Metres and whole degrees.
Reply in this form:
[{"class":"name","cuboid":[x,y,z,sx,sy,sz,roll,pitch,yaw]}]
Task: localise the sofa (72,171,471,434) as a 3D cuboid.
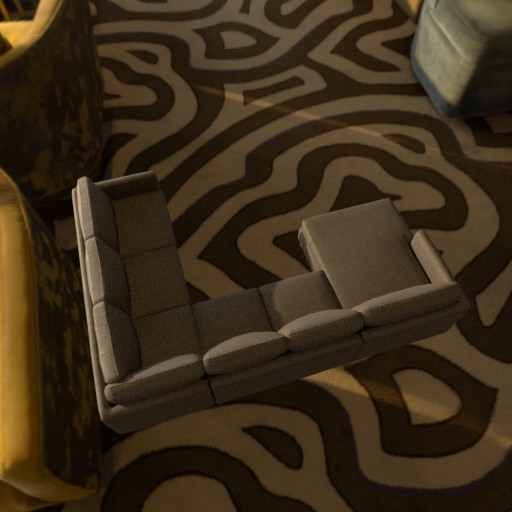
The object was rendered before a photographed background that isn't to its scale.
[{"class":"sofa","cuboid":[0.000,0.000,4.697,3.460,0.961,2.594,-15,60,-9]}]
